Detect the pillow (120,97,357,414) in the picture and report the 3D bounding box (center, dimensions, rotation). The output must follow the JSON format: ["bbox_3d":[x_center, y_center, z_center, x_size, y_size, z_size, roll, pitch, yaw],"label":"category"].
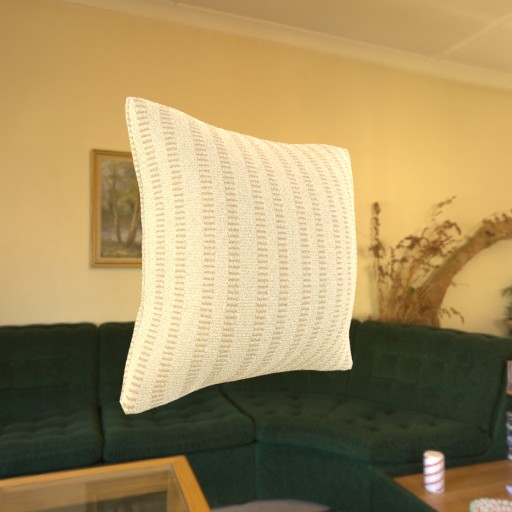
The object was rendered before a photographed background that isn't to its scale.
[{"bbox_3d":[0.000,0.000,0.709,0.438,0.419,0.247,1,-2,-37],"label":"pillow"}]
